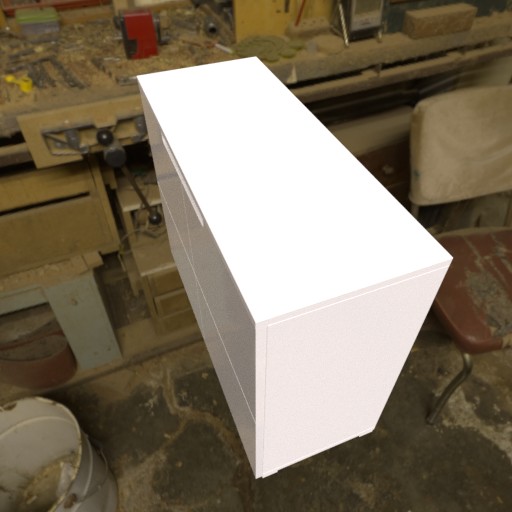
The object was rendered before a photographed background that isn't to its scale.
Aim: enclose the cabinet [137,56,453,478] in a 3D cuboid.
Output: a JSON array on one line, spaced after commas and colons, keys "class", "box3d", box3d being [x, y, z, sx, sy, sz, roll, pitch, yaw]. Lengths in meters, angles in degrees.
[{"class": "cabinet", "box3d": [0.000, 0.000, 1.391, 0.400, 0.800, 1.000, -16, 48, -15]}]
